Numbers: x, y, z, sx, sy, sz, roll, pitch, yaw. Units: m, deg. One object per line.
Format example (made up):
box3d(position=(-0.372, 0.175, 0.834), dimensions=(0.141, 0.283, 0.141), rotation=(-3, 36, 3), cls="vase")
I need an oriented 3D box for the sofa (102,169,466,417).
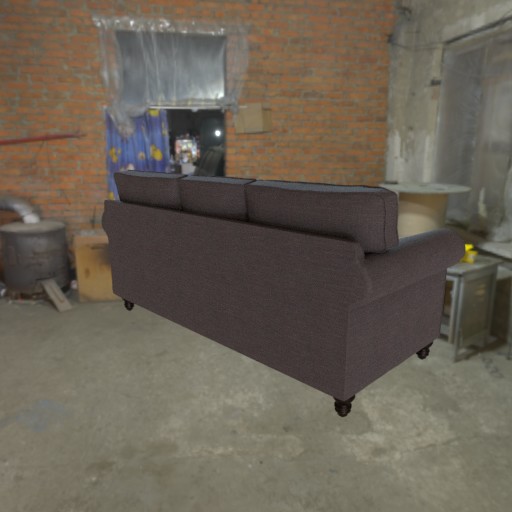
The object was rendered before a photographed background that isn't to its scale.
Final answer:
box3d(position=(0.000, 0.000, 2.626), dimensions=(0.909, 0.966, 2.084), rotation=(-13, 19, -43), cls="sofa")
